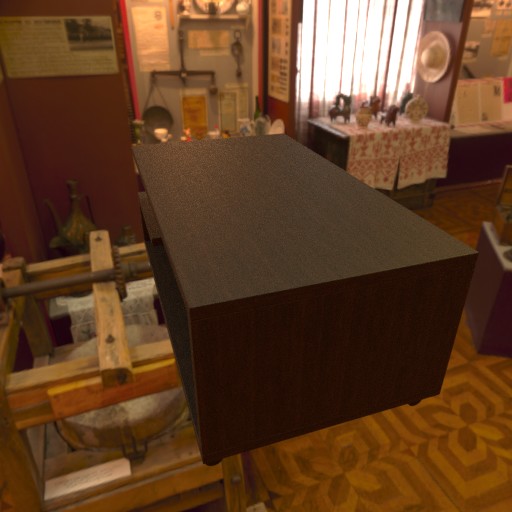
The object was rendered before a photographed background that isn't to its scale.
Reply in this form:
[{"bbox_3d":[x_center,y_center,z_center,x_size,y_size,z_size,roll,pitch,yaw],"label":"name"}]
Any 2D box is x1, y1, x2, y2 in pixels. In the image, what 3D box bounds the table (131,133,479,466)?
[{"bbox_3d":[0.000,0.000,1.353,0.590,0.460,1.050,-9,30,-16],"label":"table"}]
